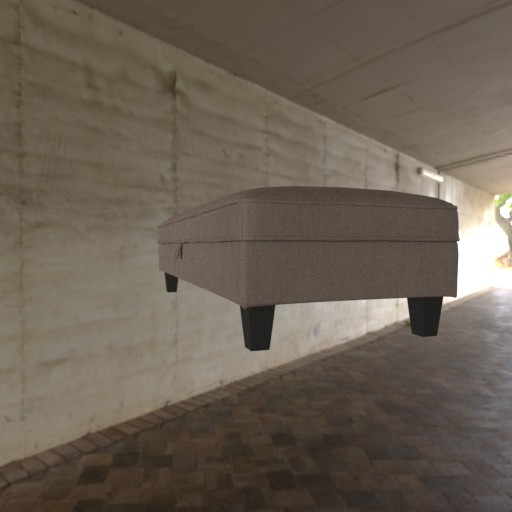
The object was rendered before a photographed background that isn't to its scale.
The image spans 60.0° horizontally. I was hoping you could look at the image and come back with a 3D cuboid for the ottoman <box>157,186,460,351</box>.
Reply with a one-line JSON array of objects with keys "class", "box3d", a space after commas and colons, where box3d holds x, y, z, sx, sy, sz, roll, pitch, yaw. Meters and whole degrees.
[{"class": "ottoman", "box3d": [0.000, 0.000, 2.043, 0.751, 0.470, 1.764, 0, 1, -19]}]
